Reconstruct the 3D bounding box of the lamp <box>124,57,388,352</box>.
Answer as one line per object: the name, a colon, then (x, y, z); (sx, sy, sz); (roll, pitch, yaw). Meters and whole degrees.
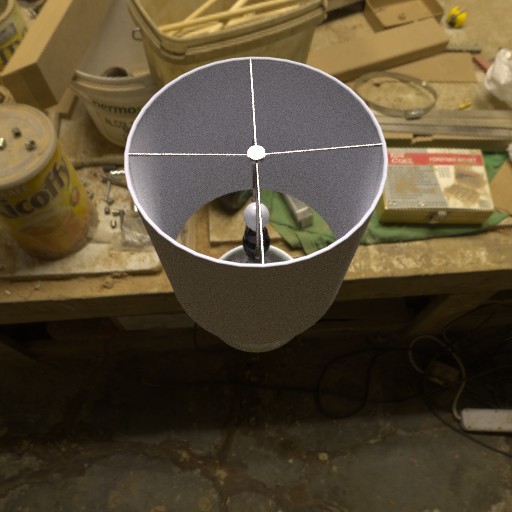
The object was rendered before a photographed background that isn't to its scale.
lamp: (0.000, 0.000, 0.547); (0.217, 0.404, 0.217); (-3, 64, -1)
